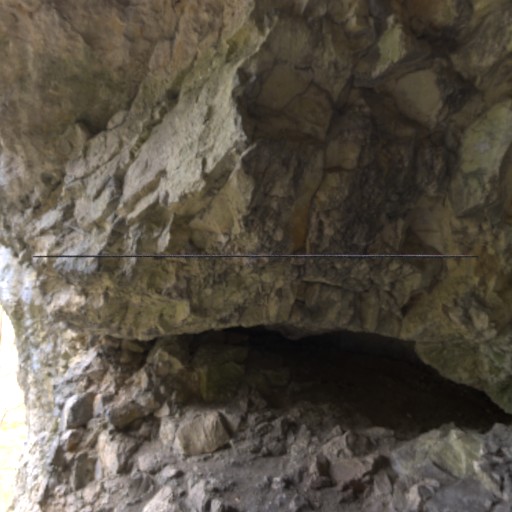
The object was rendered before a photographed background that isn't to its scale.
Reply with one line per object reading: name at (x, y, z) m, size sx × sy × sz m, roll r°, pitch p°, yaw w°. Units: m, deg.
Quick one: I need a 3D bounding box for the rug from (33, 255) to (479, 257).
rug at (0.000, 0.000, 2.823) m, size 2.459 × 0.010 × 0.801 m, roll 0°, pitch 0°, yaw -1°
